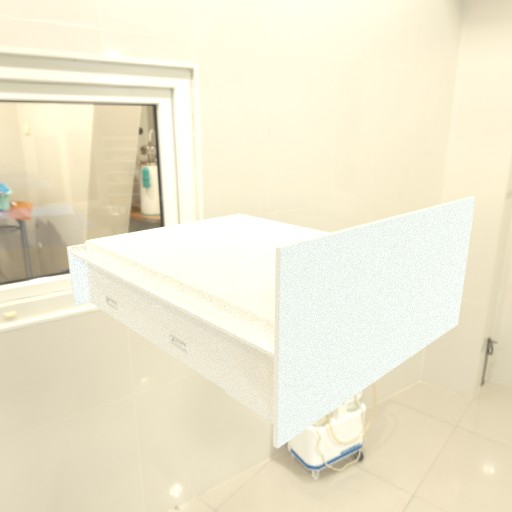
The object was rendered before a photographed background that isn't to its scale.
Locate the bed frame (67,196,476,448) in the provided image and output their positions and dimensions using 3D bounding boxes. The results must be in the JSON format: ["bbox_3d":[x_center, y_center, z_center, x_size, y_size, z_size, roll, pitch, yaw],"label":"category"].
[{"bbox_3d":[0.000,0.000,2.808,1.622,0.800,1.960,-15,22,-41],"label":"bed frame"}]
